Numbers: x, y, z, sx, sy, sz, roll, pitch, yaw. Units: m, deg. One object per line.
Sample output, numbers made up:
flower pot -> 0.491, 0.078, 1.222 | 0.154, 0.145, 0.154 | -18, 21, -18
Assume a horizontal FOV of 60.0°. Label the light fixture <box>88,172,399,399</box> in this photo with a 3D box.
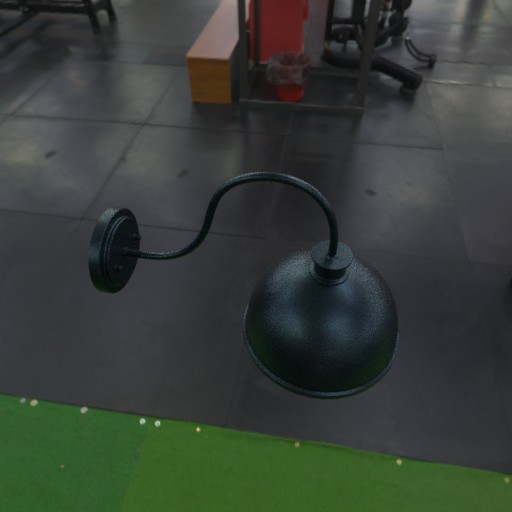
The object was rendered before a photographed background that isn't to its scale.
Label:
light fixture -> 0.000, 0.000, 0.643 | 0.467, 0.295, 0.253 | 8, 46, 8
